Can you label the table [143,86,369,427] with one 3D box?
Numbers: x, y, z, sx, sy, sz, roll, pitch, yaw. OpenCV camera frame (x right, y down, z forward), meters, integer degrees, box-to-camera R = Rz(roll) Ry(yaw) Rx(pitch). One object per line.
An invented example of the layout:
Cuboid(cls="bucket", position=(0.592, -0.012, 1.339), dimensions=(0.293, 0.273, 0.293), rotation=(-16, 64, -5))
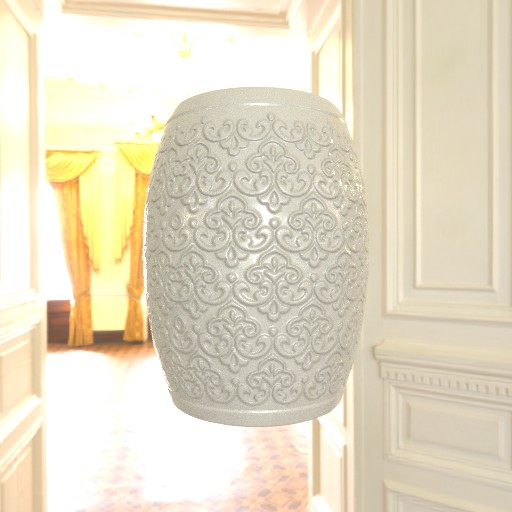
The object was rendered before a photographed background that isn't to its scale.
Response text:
Cuboid(cls="table", position=(0.000, 0.000, 0.625), dimensions=(0.309, 0.397, 0.309), rotation=(0, 1, 0))
